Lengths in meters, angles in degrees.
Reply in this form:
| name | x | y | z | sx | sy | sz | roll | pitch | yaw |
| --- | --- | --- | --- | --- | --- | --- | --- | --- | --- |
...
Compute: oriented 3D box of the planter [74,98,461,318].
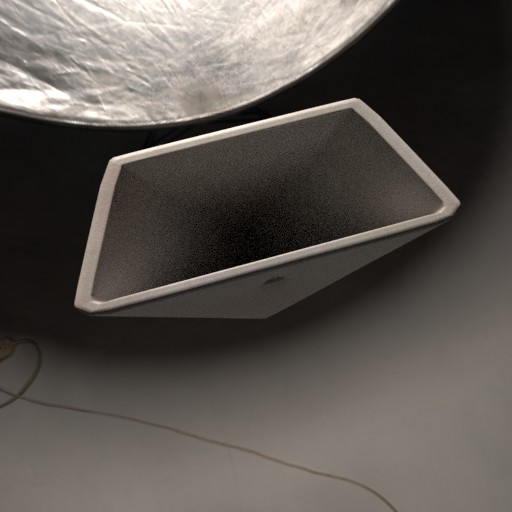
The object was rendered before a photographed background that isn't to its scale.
| name | x | y | z | sx | sy | sz | roll | pitch | yaw |
| --- | --- | --- | --- | --- | --- | --- | --- | --- | --- |
| planter | 0.000 | 0.000 | 0.266 | 0.150 | 0.197 | 0.060 | -15 | 77 | -4 |
